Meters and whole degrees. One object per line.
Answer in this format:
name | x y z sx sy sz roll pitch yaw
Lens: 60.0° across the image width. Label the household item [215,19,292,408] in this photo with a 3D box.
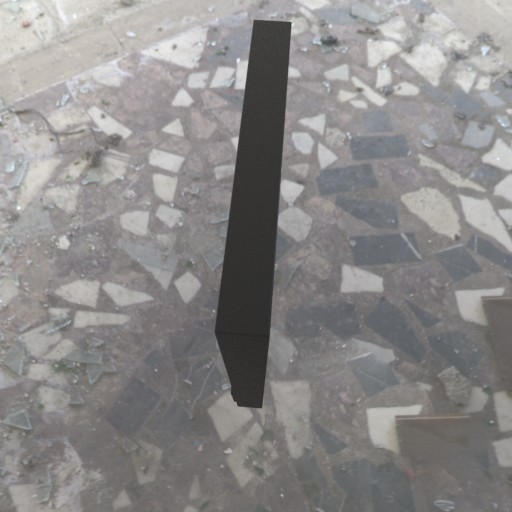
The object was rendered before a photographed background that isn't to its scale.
household item | 0.000 0.000 0.235 0.022 0.178 0.133 4 65 2
